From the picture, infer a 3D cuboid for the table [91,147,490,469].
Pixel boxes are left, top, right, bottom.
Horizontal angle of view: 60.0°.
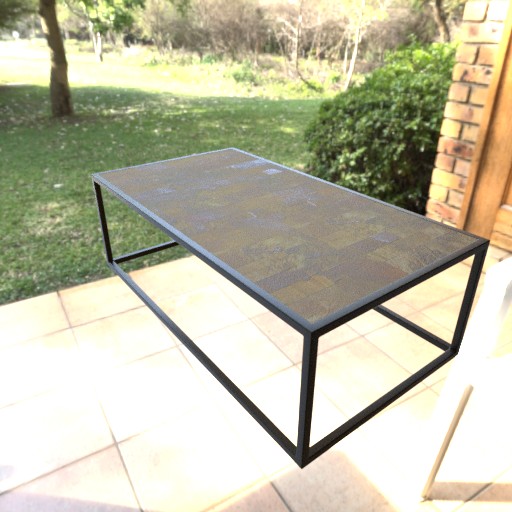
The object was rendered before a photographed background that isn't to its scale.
[{"bbox_3d":[0.000,0.000,1.513,0.649,0.398,1.199,-20,34,-32],"label":"table"}]
